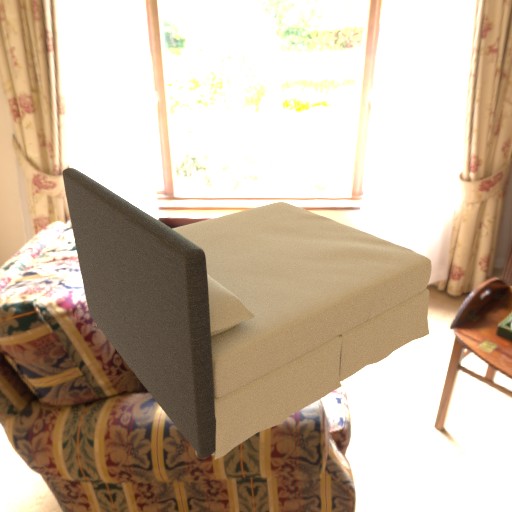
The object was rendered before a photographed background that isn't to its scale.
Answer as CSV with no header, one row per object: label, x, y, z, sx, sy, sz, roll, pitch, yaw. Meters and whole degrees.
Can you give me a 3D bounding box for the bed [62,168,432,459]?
bed,0.000,0.000,3.372,2.142,1.330,1.884,-18,31,-33
